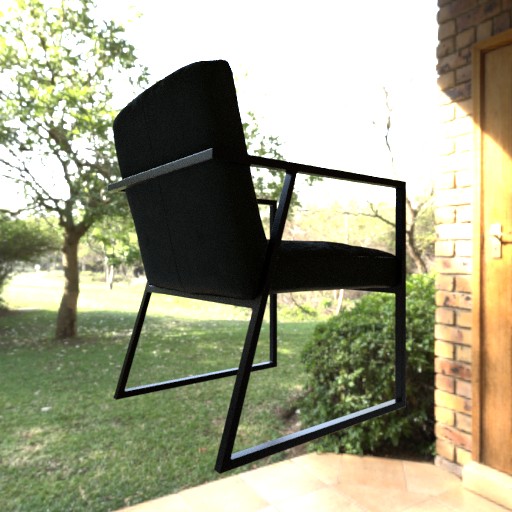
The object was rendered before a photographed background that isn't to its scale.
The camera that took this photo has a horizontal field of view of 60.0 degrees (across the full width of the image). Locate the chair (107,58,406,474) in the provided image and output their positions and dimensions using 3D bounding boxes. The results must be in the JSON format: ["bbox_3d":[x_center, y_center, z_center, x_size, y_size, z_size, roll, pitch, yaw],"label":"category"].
[{"bbox_3d":[0.000,0.000,1.262,0.677,0.833,0.571,0,0,-38],"label":"chair"}]
